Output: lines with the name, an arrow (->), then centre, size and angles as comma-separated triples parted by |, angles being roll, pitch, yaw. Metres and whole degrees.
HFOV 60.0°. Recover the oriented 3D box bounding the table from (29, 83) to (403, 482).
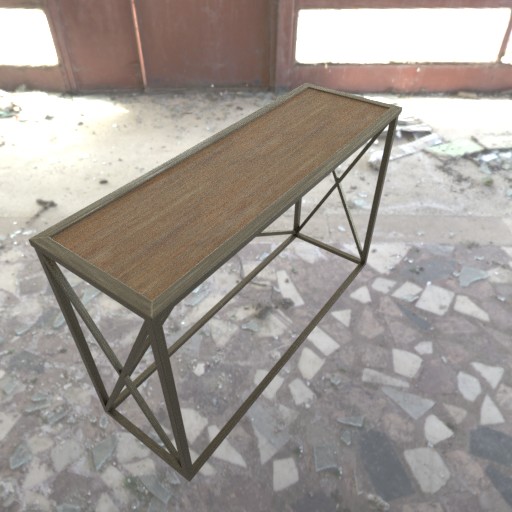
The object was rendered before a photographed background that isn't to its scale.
table -> 0.000, 0.000, 1.540 | 0.402, 0.753, 1.216 | 26, 47, 26
